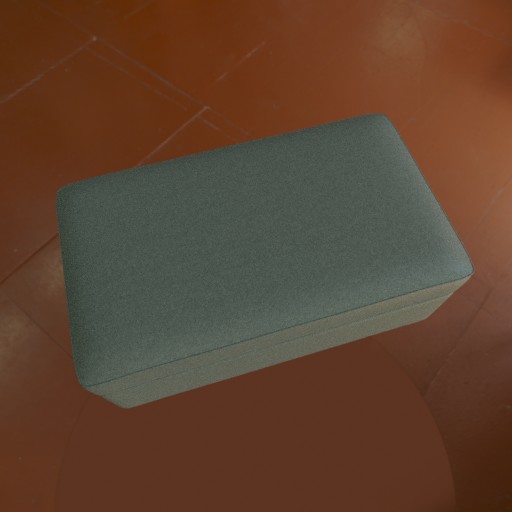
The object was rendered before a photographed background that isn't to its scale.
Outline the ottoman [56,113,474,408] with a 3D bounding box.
[{"bbox_3d":[0.000,0.000,1.539,1.173,0.494,0.681,-15,64,-7],"label":"ottoman"}]
